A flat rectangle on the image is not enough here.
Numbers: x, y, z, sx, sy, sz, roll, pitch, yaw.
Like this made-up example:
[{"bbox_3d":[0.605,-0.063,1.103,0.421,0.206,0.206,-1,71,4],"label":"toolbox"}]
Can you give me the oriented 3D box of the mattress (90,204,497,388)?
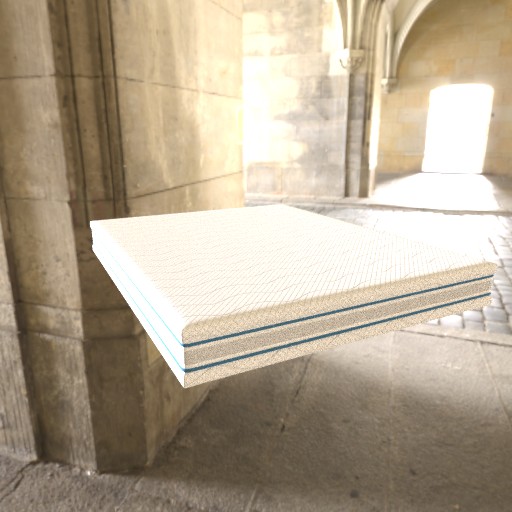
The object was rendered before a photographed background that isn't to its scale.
[{"bbox_3d":[0.000,0.000,2.665,1.600,0.230,2.000,-8,18,-27],"label":"mattress"}]
